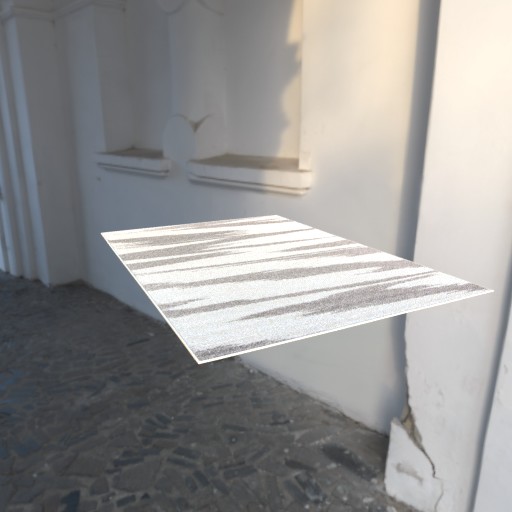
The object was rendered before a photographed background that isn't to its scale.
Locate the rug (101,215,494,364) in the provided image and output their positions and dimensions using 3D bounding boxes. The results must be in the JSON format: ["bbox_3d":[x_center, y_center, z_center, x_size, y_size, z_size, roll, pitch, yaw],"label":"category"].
[{"bbox_3d":[0.000,0.000,2.751,1.533,0.010,2.142,-8,18,-26],"label":"rug"}]
